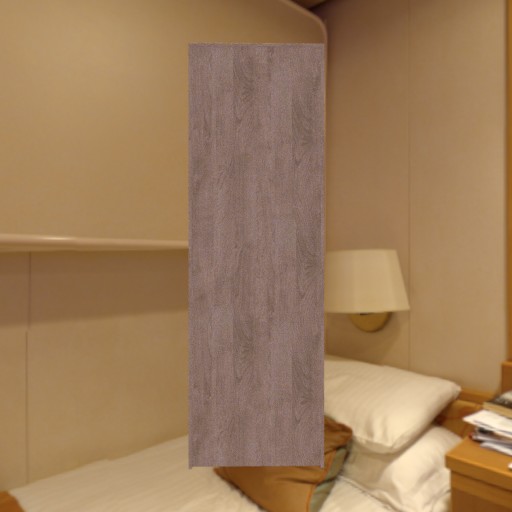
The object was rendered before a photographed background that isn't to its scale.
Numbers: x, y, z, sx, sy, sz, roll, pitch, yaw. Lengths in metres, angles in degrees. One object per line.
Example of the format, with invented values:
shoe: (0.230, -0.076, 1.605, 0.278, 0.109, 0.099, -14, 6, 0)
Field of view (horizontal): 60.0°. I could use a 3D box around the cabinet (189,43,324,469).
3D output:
cabinet: (0.000, 0.000, 1.823, 0.520, 1.630, 0.250, 0, 0, -1)
